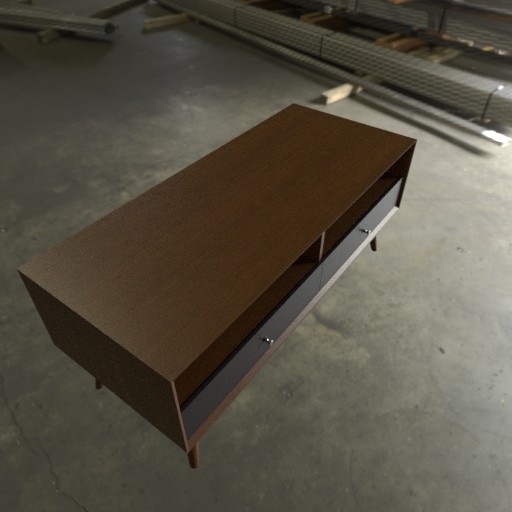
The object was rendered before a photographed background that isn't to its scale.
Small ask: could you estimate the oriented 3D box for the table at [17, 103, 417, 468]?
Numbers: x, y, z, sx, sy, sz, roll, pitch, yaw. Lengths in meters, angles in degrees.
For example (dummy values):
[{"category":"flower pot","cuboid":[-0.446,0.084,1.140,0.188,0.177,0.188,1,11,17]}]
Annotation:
[{"category":"table","cuboid":[0.000,0.000,1.363,0.490,0.464,1.119,27,48,27]}]
